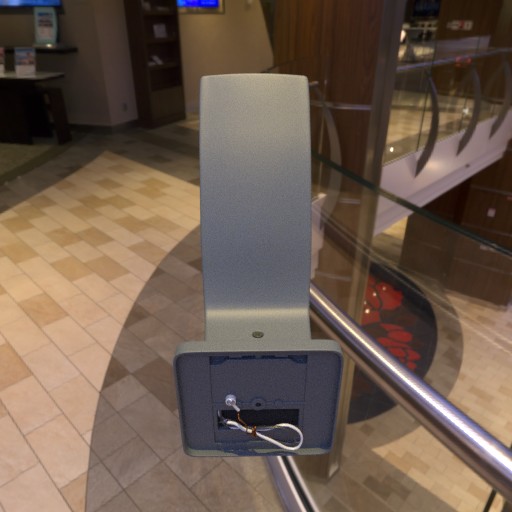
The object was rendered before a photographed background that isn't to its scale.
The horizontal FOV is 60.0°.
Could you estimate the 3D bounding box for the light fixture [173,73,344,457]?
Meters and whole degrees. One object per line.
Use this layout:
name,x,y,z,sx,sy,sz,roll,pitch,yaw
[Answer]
light fixture,0.000,0.000,0.336,0.108,0.243,0.174,-1,29,-1
